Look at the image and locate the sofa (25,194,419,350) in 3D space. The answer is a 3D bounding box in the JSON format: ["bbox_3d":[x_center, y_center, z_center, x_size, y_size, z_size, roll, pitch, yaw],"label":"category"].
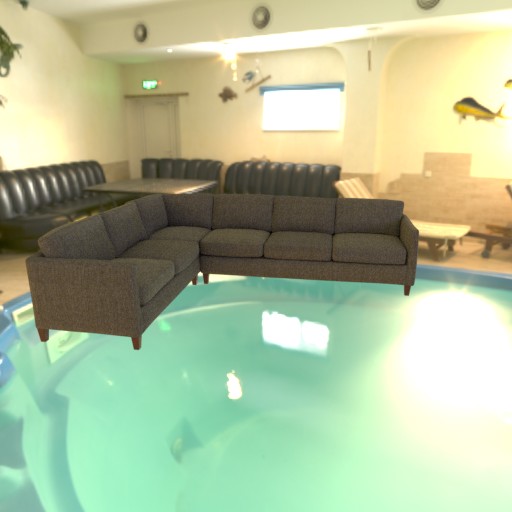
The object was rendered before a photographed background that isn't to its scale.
[{"bbox_3d":[0.000,0.000,4.484,3.302,0.947,2.593,3,16,9],"label":"sofa"}]
